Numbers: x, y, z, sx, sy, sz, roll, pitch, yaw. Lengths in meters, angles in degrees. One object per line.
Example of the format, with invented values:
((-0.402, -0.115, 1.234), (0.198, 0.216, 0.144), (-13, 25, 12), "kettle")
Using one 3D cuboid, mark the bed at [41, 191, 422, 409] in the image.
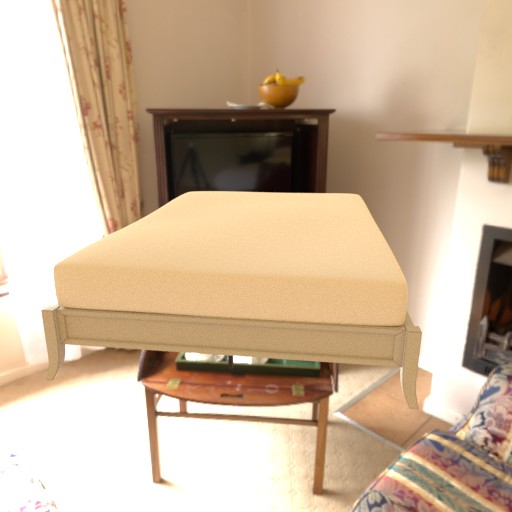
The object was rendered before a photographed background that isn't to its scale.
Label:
((0.000, 0.000, 2.573), (1.460, 0.510, 1.985), (2, 17, 7), "bed")
